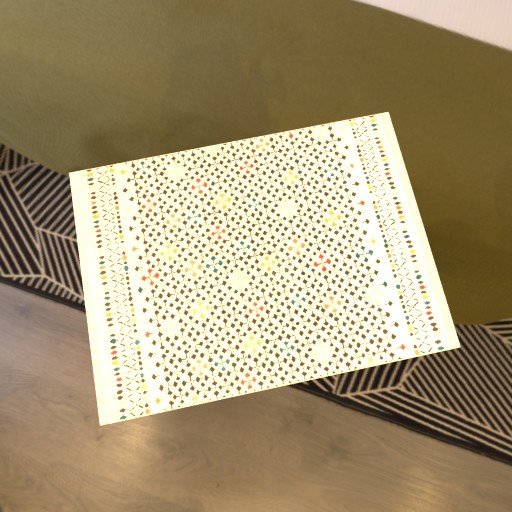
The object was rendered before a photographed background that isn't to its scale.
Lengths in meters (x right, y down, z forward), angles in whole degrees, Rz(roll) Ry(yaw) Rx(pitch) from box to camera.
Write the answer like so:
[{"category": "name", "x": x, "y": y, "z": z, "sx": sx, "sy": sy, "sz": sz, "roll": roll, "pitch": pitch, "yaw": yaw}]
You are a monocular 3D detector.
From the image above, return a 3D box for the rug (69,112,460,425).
[{"category": "rug", "x": 0.000, "y": 0.000, "z": 1.996, "sx": 1.556, "sy": 0.006, "sz": 1.146, "roll": -12, "pitch": 77, "yaw": -3}]
